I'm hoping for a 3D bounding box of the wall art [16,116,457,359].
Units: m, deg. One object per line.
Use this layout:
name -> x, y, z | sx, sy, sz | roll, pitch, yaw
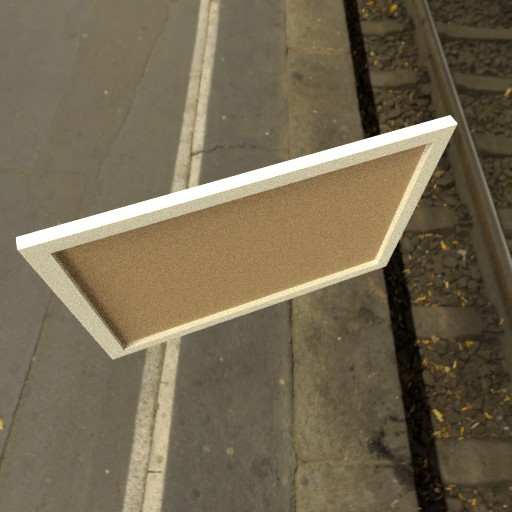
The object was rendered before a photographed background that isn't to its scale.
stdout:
wall art -> 0.000, 0.000, 1.424 | 1.144, 0.767, 0.038 | -18, 60, -10
